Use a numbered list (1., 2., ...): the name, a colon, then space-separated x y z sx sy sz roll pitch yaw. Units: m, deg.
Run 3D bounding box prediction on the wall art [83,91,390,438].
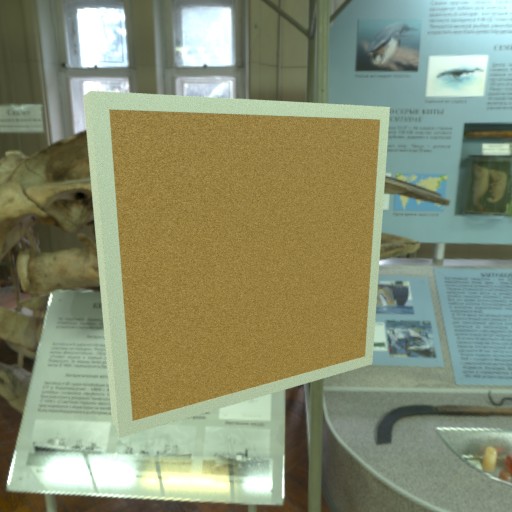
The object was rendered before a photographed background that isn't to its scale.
1. wall art: 0.000 0.000 0.458 0.305 0.302 0.038 -7 16 -27
